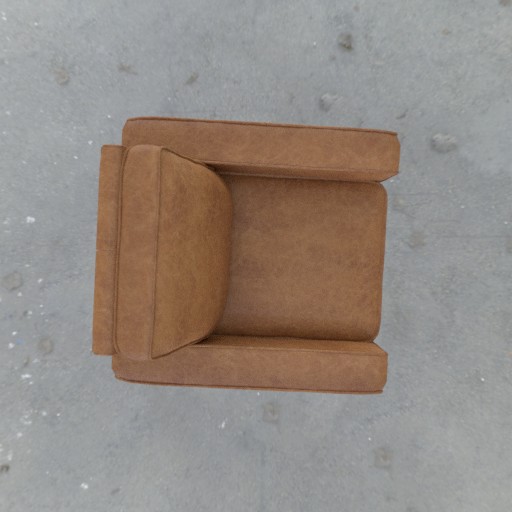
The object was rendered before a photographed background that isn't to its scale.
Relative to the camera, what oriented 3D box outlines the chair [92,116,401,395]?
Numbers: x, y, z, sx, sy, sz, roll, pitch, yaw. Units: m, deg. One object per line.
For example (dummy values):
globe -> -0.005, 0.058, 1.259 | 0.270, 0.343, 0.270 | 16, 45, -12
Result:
chair -> 0.000, 0.000, 1.704 | 1.027, 0.901, 0.987 | 0, 91, -1
